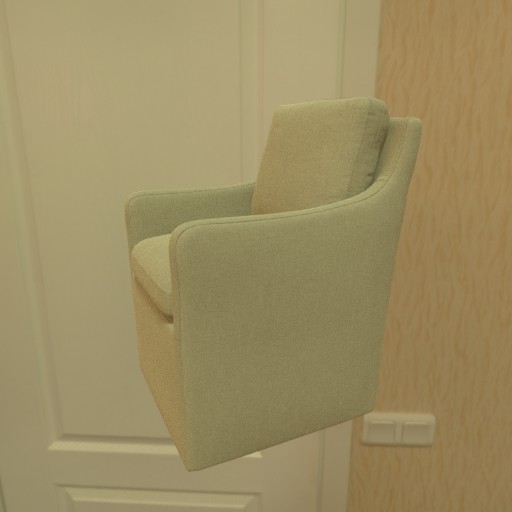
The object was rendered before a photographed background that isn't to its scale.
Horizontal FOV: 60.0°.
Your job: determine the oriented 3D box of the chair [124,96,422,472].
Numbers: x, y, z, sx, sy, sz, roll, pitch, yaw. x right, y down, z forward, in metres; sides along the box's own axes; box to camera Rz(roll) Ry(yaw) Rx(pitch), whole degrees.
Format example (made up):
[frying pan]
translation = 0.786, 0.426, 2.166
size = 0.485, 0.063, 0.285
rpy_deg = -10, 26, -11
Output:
[chair]
translation = 0.000, 0.000, 1.361
size = 0.694, 0.914, 0.626
rpy_deg = -8, 18, -25
